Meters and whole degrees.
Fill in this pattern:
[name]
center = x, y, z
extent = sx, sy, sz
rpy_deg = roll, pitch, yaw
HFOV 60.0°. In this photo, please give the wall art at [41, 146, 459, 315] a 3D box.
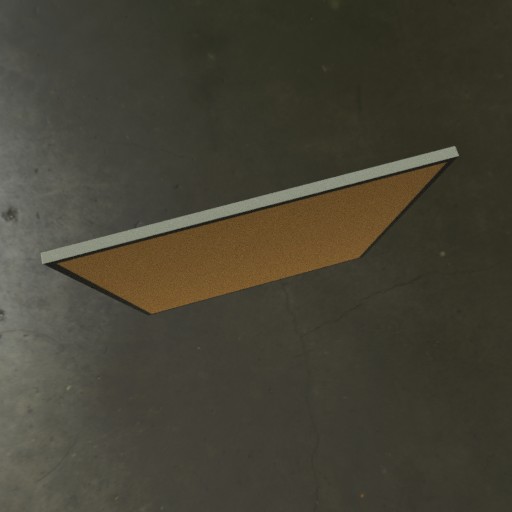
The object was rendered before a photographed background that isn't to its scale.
[wall art]
center = 0.000, 0.000, 1.218
extent = 0.805, 0.803, 0.022
rpy_deg = -15, 76, -4
